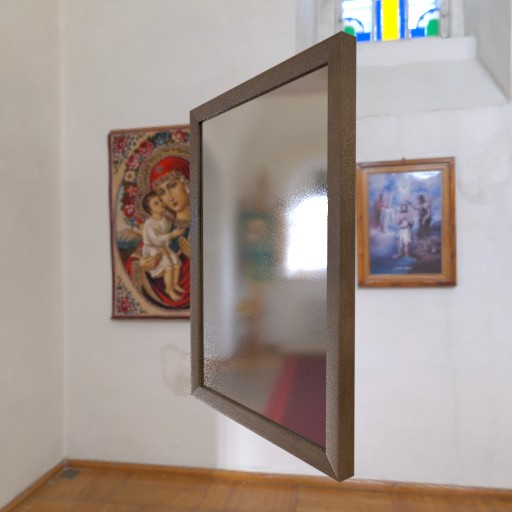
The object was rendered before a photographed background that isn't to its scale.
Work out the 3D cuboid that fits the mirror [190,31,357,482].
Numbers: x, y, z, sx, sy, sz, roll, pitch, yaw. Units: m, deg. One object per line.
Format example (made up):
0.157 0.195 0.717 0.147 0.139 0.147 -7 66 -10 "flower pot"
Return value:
0.000 0.000 0.913 0.040 0.710 0.507 -1 2 -36 "mirror"
